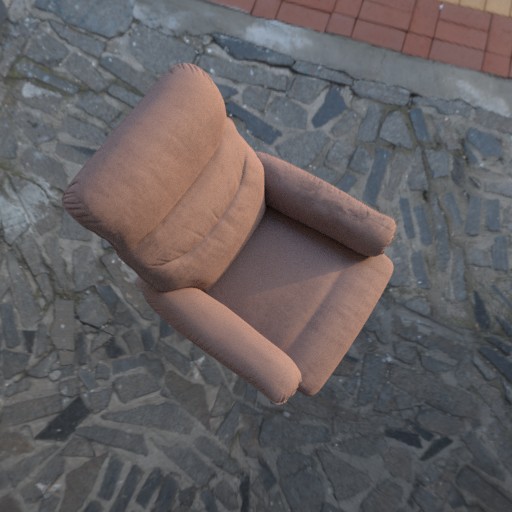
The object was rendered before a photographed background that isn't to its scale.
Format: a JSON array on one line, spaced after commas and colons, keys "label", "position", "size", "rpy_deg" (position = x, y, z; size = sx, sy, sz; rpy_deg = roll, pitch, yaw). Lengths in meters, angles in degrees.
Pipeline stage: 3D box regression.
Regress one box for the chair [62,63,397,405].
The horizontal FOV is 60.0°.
[{"label": "chair", "position": [0.000, 0.000, 1.722], "size": [1.004, 1.037, 0.820], "rpy_deg": [34, 78, 8]}]
